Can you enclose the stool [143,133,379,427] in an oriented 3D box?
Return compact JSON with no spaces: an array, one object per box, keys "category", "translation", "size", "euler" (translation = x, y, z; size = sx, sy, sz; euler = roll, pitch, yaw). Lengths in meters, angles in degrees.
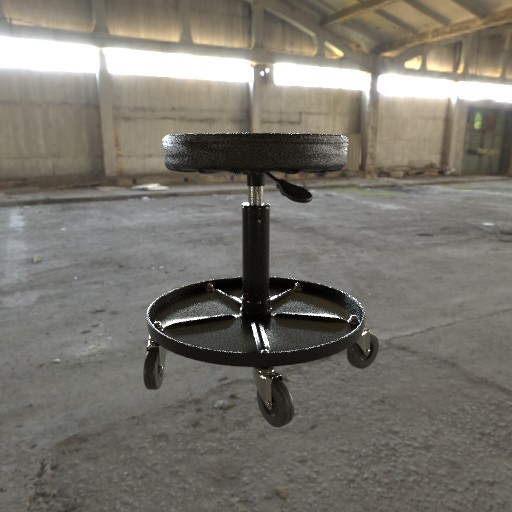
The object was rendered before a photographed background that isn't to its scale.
[{"category":"stool","translation":[0.000,0.000,0.696],"size":[0.381,0.365,0.382],"euler":[-7,15,-27]}]
